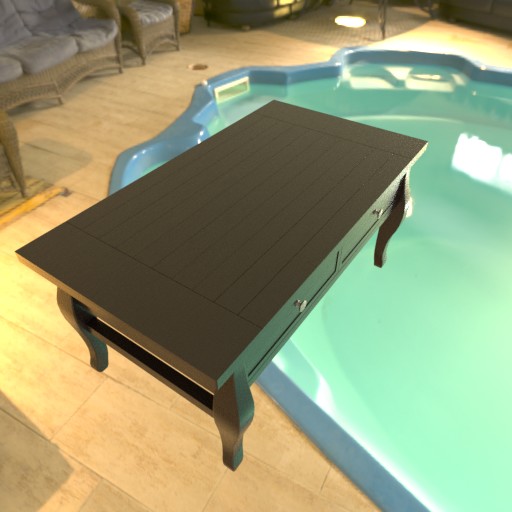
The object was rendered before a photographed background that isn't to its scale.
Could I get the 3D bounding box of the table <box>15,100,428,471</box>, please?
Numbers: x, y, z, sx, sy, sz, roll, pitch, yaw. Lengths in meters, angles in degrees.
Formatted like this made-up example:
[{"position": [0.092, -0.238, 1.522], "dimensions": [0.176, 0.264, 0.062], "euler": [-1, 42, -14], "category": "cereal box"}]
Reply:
[{"position": [0.000, 0.000, 1.360], "dimensions": [0.600, 0.494, 1.062], "euler": [25, 47, 26], "category": "table"}]
